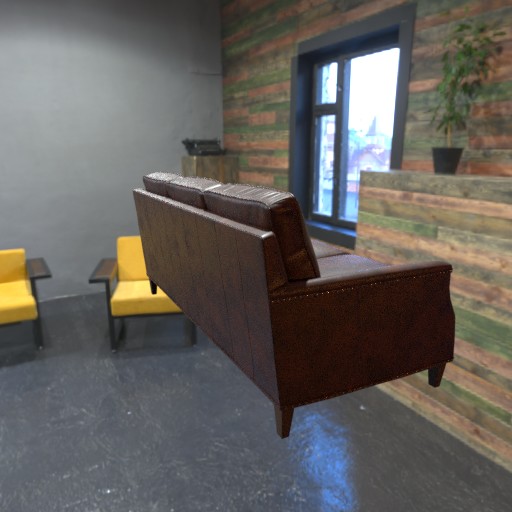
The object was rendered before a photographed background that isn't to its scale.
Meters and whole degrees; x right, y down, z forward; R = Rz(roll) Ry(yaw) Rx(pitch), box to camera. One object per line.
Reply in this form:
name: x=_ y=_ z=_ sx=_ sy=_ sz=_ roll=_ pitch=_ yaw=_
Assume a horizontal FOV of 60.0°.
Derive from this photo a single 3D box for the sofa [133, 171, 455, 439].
sofa: x=0.000 y=0.000 z=2.826 sx=1.084 sy=1.003 sz=2.240 roll=-7 pitch=15 yaw=-26
